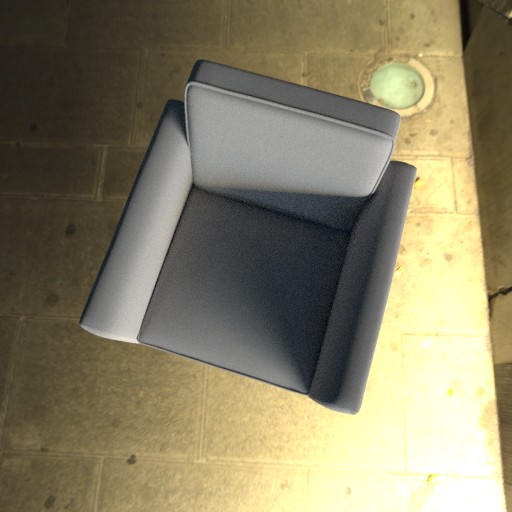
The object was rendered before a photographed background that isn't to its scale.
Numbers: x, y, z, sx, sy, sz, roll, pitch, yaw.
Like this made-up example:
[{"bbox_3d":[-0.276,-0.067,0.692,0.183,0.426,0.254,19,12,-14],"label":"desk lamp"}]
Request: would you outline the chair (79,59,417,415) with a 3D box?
[{"bbox_3d":[0.000,0.000,1.413,0.780,0.780,0.750,17,77,4],"label":"chair"}]
